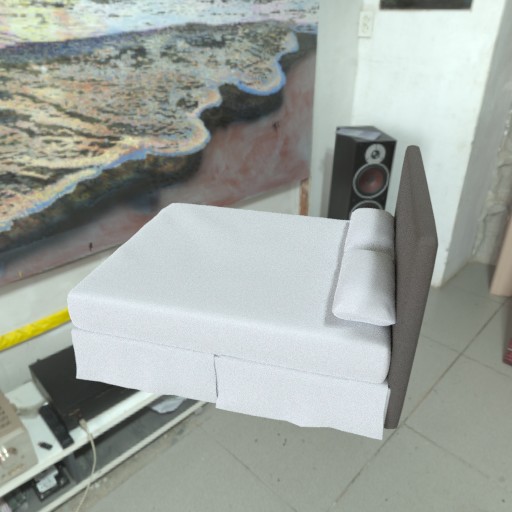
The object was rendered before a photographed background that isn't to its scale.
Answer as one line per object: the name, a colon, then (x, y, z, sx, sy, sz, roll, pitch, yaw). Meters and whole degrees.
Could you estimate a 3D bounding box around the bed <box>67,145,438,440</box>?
bed: (0.000, 0.000, 3.183, 2.142, 1.330, 1.723, 7, 30, 13)
